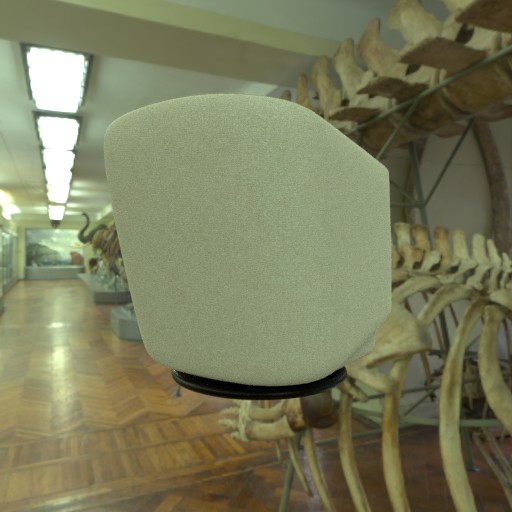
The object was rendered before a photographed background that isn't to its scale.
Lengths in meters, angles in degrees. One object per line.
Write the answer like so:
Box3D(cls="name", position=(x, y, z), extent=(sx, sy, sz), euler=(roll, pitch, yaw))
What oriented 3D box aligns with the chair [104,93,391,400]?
Box3D(cls="chair", position=(0.000, 0.000, 1.615), extent=(0.822, 0.861, 0.986), euler=(0, 1, 35))
